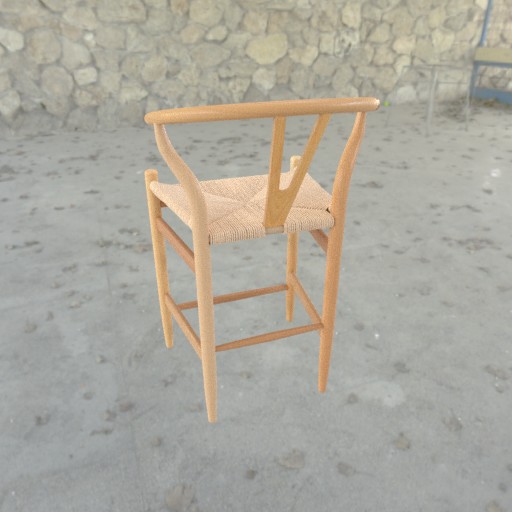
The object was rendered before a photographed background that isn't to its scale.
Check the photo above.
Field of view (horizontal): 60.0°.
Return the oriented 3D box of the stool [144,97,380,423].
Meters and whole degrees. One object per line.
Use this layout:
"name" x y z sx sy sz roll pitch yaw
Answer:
"stool" 0.000 0.000 1.274 0.536 0.923 0.575 -9 28 -18
